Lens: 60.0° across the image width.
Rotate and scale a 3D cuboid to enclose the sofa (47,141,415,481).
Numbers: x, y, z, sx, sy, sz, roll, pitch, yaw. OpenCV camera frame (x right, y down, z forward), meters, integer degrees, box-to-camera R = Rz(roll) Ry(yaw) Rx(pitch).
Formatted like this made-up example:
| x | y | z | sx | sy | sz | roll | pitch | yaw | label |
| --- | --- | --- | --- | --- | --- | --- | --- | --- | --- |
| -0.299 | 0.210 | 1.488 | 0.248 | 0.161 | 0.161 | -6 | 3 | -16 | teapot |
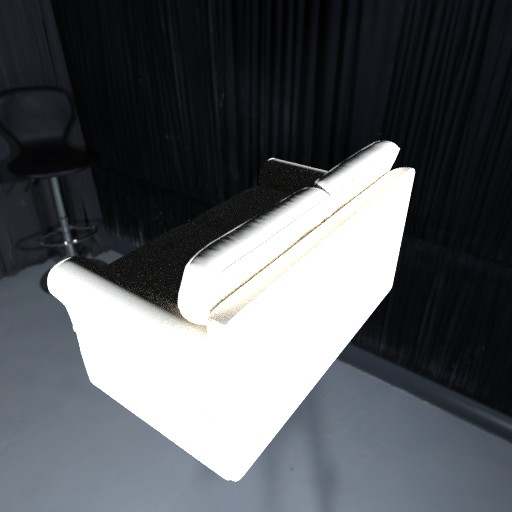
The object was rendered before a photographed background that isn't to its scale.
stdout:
| x | y | z | sx | sy | sz | roll | pitch | yaw | label |
| --- | --- | --- | --- | --- | --- | --- | --- | --- | --- |
| 0.000 | 0.000 | 2.284 | 0.991 | 0.940 | 1.727 | 21 | 38 | 30 | sofa |
